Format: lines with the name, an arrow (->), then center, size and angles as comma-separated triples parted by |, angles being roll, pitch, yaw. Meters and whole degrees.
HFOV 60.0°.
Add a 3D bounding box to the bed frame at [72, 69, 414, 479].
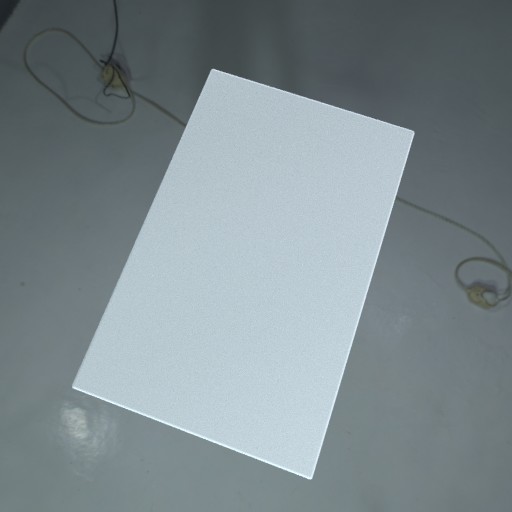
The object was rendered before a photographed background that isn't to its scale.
bed frame -> 0.000, 0.000, 3.831 | 1.930, 0.440, 2.987 | 19, 76, 5
